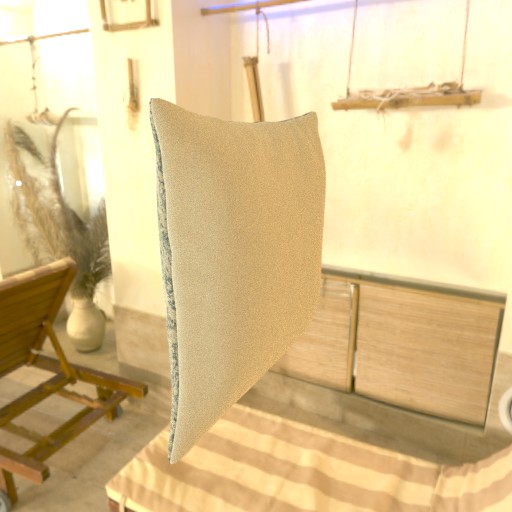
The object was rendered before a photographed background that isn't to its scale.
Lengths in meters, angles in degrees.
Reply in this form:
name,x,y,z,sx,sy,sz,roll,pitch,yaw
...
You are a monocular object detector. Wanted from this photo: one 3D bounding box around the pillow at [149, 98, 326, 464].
name,x,y,z,sx,sy,sz,roll,pitch,yaw
pillow,0.000,0.000,0.797,0.166,0.510,0.523,9,18,27
